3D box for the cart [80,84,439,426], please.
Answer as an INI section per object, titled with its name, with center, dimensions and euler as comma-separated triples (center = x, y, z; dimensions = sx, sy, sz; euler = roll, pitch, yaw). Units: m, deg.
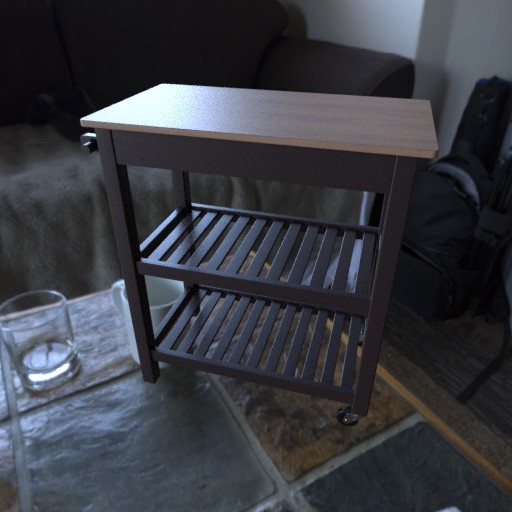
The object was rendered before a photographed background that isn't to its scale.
[cart]
center = 0.000, 0.000, 1.427
dimensions = 0.899, 0.927, 0.457
euler = 9, 33, 14
